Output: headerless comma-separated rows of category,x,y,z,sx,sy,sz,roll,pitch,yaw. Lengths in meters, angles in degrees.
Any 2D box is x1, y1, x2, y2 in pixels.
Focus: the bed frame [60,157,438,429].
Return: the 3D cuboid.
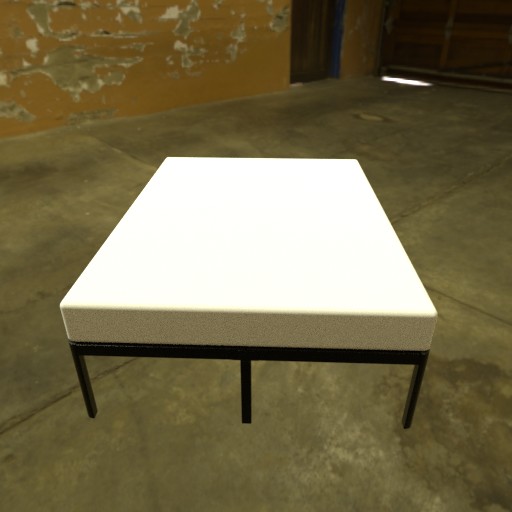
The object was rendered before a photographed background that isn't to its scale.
bed frame,0.000,0.000,2.818,1.557,0.659,2.072,1,29,2
